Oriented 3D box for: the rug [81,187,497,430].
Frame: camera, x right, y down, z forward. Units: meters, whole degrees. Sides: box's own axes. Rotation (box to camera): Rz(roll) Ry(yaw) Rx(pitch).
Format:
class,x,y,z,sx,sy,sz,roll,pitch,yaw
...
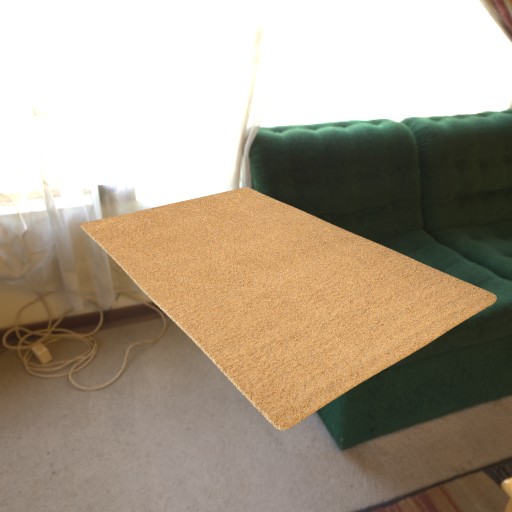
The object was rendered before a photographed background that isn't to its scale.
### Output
class,x,y,z,sx,sy,sz,roll,pitch,yaw
rug,0.000,0.000,2.806,1.500,0.025,2.349,-18,32,-32
